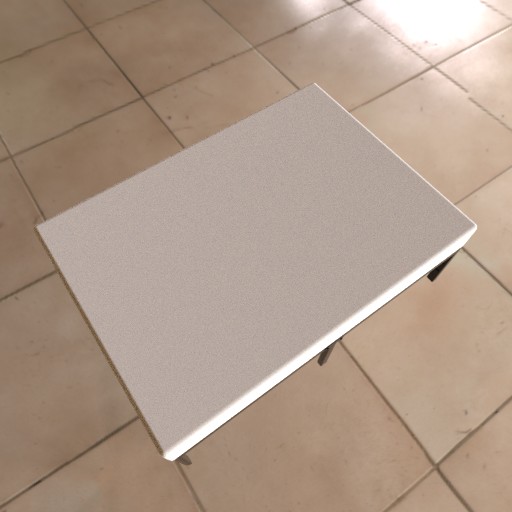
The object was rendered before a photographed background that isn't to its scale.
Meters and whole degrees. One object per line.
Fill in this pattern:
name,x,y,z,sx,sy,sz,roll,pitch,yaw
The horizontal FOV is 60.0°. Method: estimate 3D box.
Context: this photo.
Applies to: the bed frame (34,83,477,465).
bed frame,0.000,0.000,2.657,1.956,0.659,1.408,-32,66,-16
